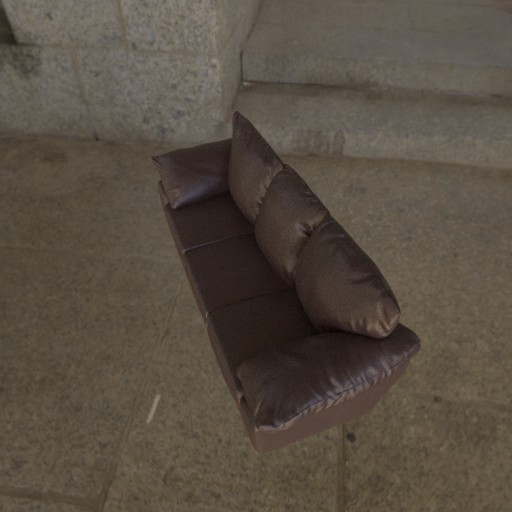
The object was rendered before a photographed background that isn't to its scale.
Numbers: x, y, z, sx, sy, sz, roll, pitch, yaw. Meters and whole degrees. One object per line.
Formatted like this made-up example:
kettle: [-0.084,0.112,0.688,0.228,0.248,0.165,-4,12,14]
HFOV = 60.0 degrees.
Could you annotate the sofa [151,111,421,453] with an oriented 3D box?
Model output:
sofa: [0.000,0.000,2.935,0.907,1.091,2.390,-15,45,-15]
